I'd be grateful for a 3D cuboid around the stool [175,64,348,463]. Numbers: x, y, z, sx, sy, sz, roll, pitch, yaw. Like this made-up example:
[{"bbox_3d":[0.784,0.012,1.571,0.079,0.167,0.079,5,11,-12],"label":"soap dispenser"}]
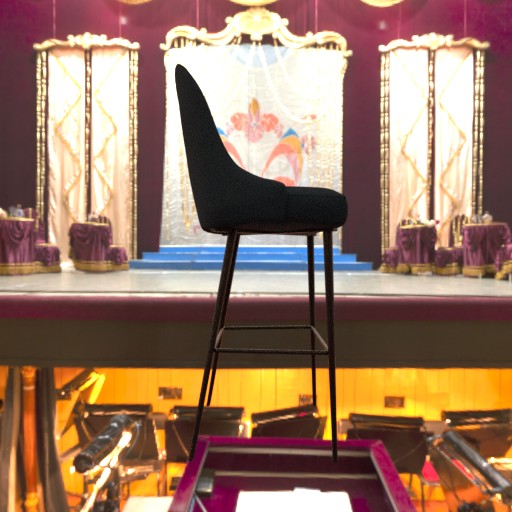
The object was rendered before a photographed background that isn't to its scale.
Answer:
[{"bbox_3d":[0.000,0.000,1.368,0.489,1.079,0.527,0,1,0],"label":"stool"}]
